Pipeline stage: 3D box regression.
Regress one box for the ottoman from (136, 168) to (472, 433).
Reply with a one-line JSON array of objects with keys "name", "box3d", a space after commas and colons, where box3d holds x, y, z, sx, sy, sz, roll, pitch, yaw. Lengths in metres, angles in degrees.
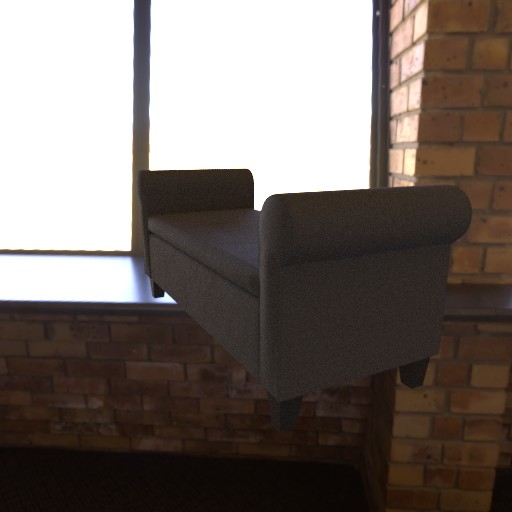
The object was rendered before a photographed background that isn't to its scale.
[{"name": "ottoman", "box3d": [0.000, 0.000, 1.526, 0.521, 0.547, 1.256, -7, 15, -27]}]
